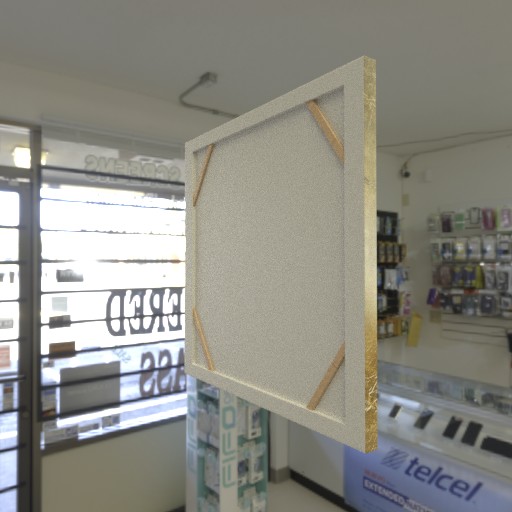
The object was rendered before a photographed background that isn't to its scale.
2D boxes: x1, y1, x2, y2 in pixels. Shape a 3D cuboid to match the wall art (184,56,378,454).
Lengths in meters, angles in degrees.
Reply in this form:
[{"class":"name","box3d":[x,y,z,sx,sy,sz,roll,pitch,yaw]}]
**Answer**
[{"class":"wall art","box3d":[0.000,0.000,1.672,0.051,1.091,1.092,1,-1,-36]}]
